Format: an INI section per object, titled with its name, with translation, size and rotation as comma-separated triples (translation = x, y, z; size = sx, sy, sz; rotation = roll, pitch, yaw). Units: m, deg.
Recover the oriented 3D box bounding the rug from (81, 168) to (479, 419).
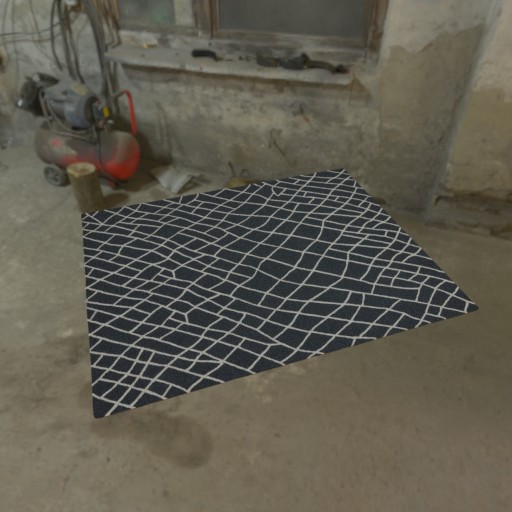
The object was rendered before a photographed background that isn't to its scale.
[rug]
translation = 0.000, 0.000, 4.126
size = 3.047, 0.022, 2.439
rotation = -12, 42, -14
